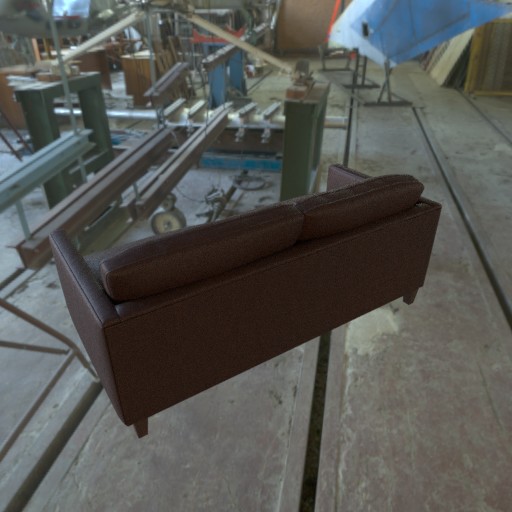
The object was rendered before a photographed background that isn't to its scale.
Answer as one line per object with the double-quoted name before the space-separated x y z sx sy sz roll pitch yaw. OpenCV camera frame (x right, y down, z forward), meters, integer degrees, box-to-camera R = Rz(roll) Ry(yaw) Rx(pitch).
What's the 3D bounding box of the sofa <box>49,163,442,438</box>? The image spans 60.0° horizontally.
"sofa" 0.000 0.000 2.500 1.971 0.863 0.923 -18 35 -29
